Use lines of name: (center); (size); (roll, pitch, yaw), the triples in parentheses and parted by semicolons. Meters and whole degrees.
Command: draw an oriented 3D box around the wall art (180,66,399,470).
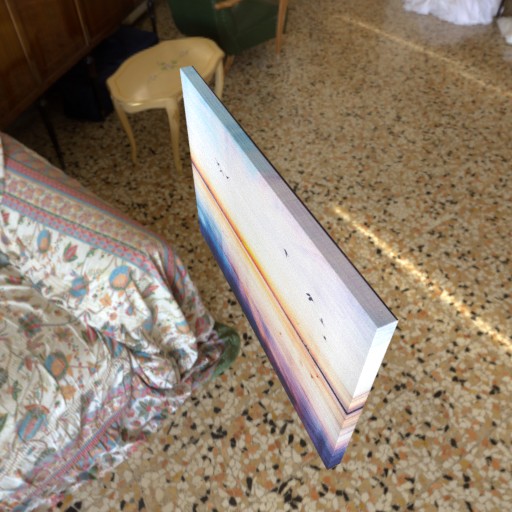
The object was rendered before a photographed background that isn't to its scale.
wall art: (0.000, 0.000, 1.132); (0.037, 0.605, 0.911); (-18, 50, -16)
